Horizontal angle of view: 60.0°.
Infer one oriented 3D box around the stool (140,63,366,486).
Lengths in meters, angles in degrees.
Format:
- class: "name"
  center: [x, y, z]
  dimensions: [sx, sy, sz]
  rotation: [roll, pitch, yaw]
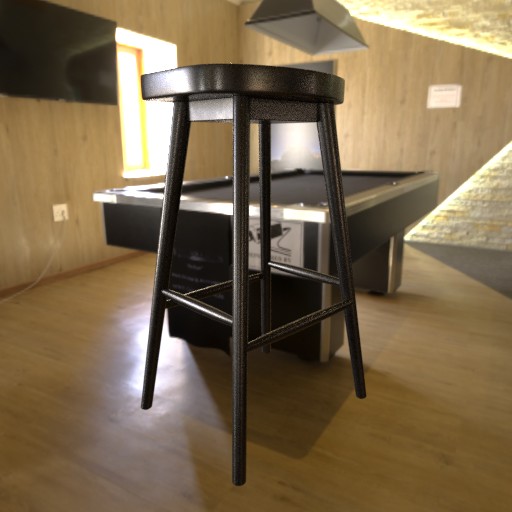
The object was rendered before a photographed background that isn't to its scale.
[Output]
- class: "stool"
  center: [0.000, 0.000, 0.999]
  dimensions: [0.440, 0.749, 0.361]
  rotation: [-14, 20, -42]
